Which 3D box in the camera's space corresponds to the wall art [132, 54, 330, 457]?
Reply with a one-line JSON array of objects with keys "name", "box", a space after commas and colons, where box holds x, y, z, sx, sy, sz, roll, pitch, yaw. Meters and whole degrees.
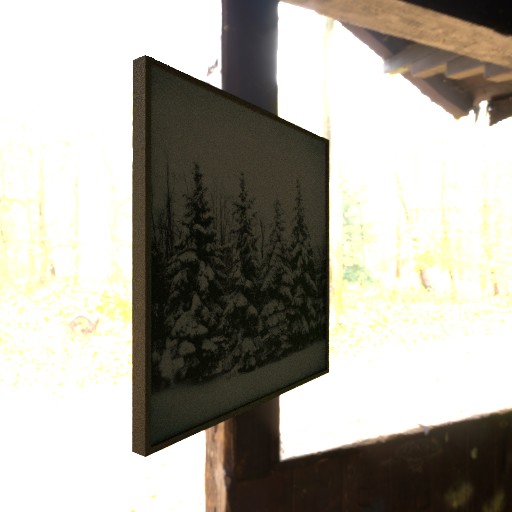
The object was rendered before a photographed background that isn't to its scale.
[{"name": "wall art", "box": [0.000, 0.000, 1.149, 0.039, 0.758, 0.758, 0, 0, 36]}]
